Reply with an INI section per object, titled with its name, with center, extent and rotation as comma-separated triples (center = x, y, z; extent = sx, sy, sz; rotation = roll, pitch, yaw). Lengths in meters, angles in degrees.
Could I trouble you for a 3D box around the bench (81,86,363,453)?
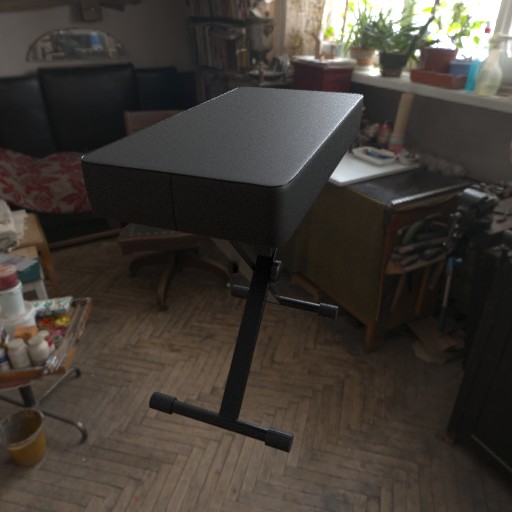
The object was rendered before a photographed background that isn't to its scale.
[bench]
center = 0.000, 0.000, 0.921
extent = 0.300, 0.561, 0.600
rotation = 11, 32, 18
